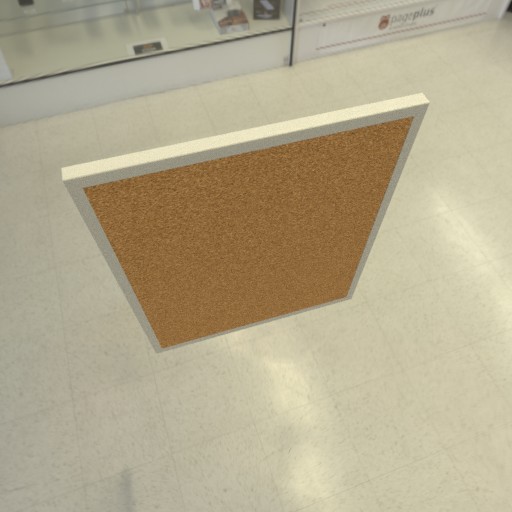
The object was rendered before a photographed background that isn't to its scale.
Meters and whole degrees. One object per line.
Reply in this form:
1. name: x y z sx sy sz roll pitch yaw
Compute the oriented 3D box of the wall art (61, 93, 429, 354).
1. wall art: 0.000 0.000 0.745 0.444 0.536 0.020 -14 59 -9
